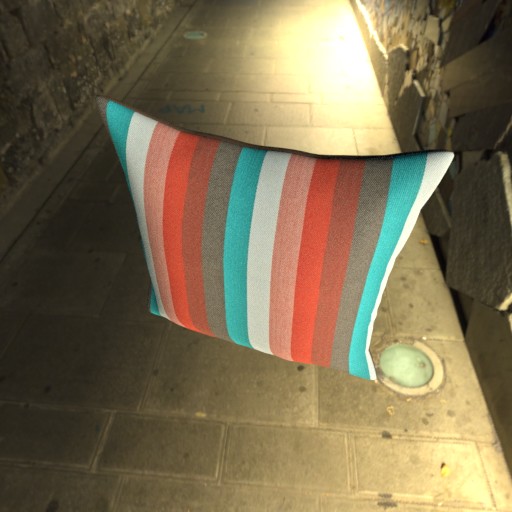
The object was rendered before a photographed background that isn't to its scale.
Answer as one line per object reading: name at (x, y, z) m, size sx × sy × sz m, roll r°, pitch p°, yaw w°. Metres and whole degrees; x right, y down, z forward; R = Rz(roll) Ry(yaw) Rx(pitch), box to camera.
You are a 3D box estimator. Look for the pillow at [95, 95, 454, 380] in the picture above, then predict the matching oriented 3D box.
pillow at (0.000, 0.000, 0.680) m, size 0.453 × 0.443 × 0.168 m, roll 14°, pitch 44°, yaw 15°
